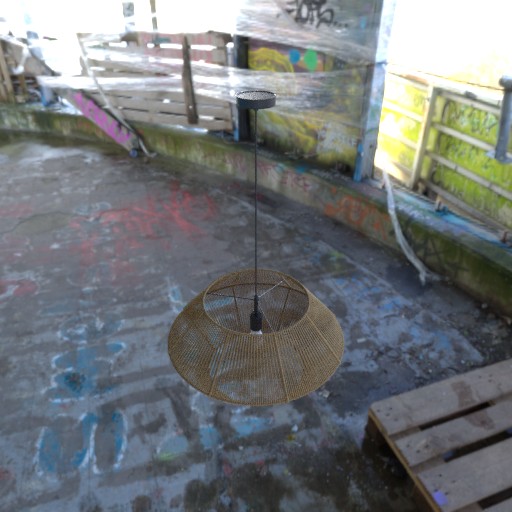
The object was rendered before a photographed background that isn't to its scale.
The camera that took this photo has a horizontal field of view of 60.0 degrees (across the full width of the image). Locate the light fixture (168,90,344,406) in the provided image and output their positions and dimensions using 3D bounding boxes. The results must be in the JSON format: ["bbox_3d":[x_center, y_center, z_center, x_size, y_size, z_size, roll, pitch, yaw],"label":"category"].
[{"bbox_3d":[0.000,0.000,1.442,0.643,1.009,0.643,0,32,0],"label":"light fixture"}]
